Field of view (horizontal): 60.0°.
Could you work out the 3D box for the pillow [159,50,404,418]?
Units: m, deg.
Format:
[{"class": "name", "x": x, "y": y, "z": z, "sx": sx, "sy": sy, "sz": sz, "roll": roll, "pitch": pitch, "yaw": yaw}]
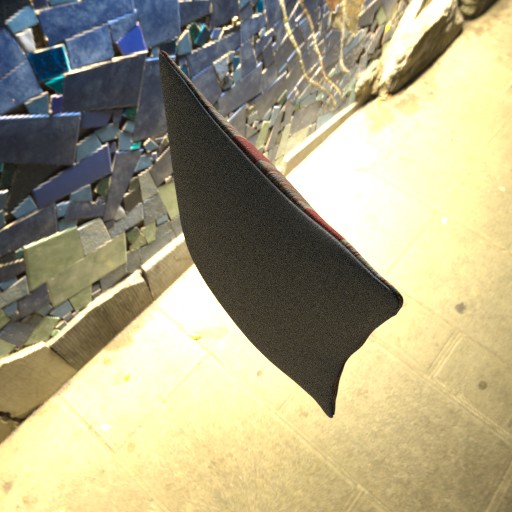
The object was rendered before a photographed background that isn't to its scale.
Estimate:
[{"class": "pillow", "x": 0.000, "y": 0.000, "z": 0.639, "sx": 0.136, "sy": 0.419, "sz": 0.437, "roll": -30, "pitch": 62, "yaw": -18}]
